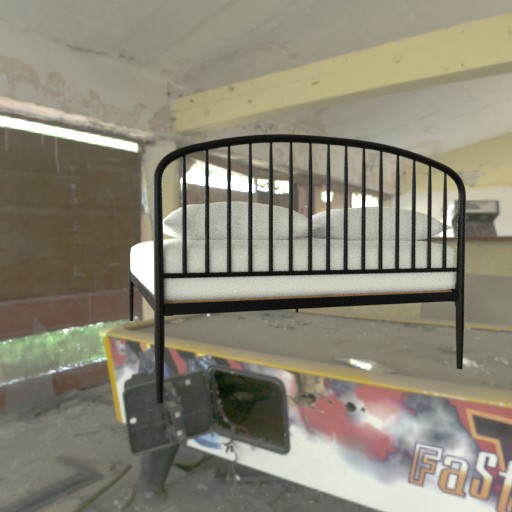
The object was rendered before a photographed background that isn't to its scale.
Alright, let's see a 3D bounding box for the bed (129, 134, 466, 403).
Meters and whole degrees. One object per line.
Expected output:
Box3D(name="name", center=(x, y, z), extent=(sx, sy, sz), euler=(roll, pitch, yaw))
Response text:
Box3D(name="bed", center=(0.000, 0.000, 3.098), extent=(1.618, 1.166, 2.159), euler=(0, 1, -19))
